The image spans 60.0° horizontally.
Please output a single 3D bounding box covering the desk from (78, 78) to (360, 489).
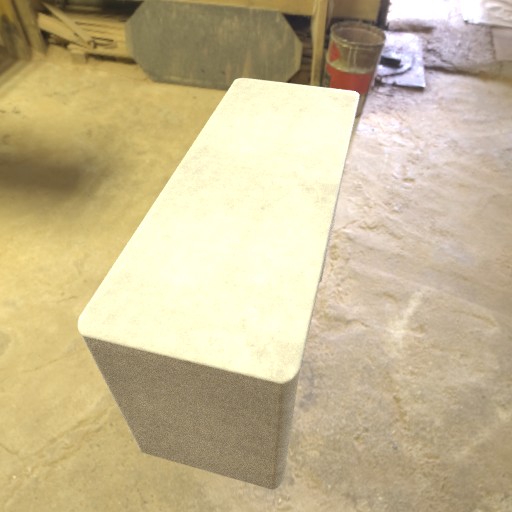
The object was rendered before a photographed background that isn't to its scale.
[{"bbox_3d":[0.000,0.000,1.742,0.550,0.755,1.400,11,48,10],"label":"desk"}]
